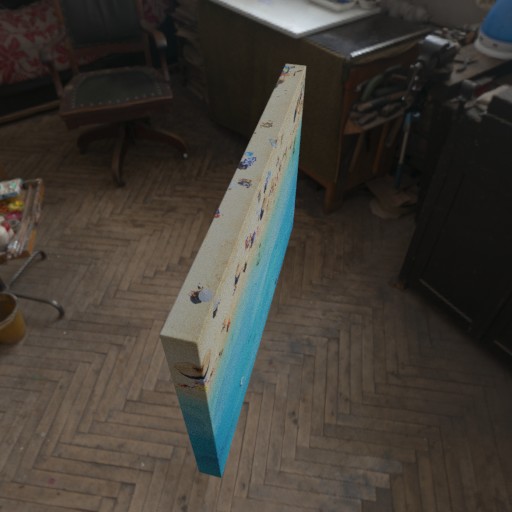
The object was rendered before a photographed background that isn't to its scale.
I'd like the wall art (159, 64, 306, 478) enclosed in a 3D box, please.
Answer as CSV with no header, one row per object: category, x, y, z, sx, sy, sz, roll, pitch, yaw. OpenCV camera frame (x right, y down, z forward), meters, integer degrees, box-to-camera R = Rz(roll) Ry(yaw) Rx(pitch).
wall art,0.000,0.000,0.769,0.039,0.406,0.609,10,48,10
